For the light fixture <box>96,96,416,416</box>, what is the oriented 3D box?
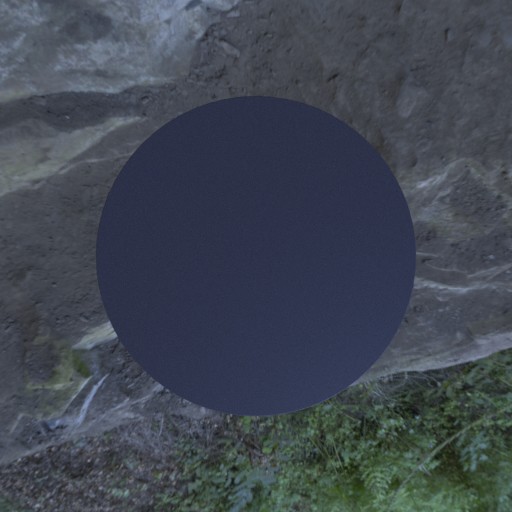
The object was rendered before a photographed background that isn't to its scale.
[{"bbox_3d":[0.000,0.000,0.556,0.368,0.100,0.368,0,89,0],"label":"light fixture"}]
